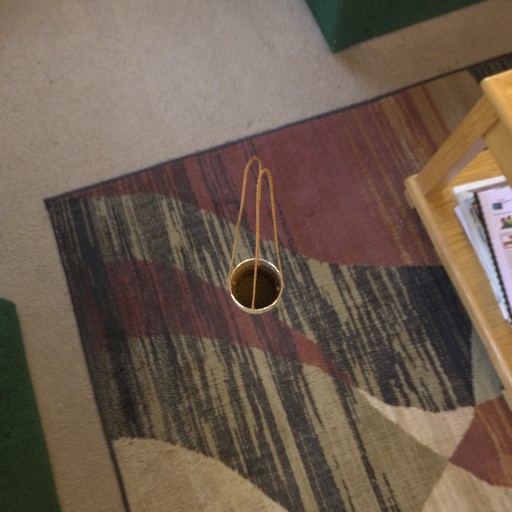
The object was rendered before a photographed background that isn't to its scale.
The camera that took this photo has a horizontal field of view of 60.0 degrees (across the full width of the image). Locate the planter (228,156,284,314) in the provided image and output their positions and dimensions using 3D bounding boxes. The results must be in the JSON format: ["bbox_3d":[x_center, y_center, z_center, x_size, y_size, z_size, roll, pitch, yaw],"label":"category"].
[{"bbox_3d":[0.000,0.000,1.180,0.187,1.073,0.187,-37,78,-9],"label":"planter"}]
